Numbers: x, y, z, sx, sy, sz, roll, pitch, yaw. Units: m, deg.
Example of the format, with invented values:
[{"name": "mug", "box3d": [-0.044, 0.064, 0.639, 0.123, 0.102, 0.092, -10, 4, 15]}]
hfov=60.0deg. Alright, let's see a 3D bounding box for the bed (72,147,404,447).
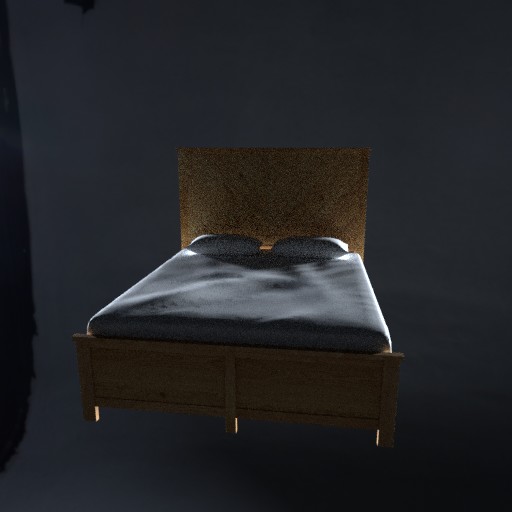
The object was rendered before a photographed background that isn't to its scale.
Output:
[{"name": "bed", "box3d": [0.000, 0.000, 3.539, 1.936, 1.686, 2.201, 2, 14, 8]}]
